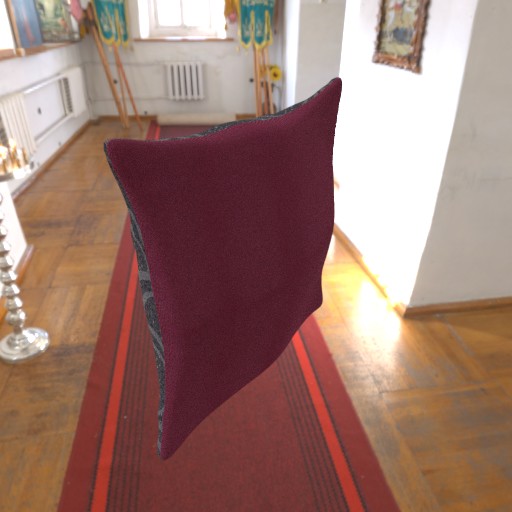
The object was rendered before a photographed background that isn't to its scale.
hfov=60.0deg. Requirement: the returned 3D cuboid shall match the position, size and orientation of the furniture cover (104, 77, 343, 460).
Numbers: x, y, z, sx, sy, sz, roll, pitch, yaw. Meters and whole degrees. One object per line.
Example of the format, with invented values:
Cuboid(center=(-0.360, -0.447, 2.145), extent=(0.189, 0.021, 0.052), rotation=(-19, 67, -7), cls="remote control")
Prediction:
Cuboid(center=(0.000, 0.000, 0.752), extent=(0.163, 0.513, 0.514), rotation=(20, 36, 30), cls="furniture cover")
